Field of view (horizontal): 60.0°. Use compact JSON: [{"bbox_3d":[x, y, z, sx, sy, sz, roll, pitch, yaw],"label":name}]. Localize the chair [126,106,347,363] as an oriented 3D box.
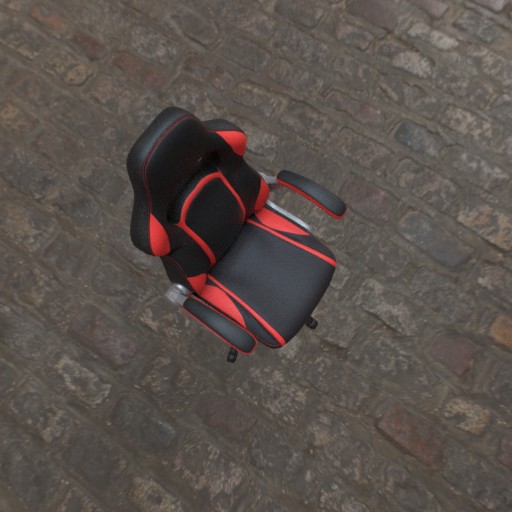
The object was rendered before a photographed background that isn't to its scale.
[{"bbox_3d":[0.000,0.000,1.667,0.712,1.165,0.758,33,77,9],"label":"chair"}]
